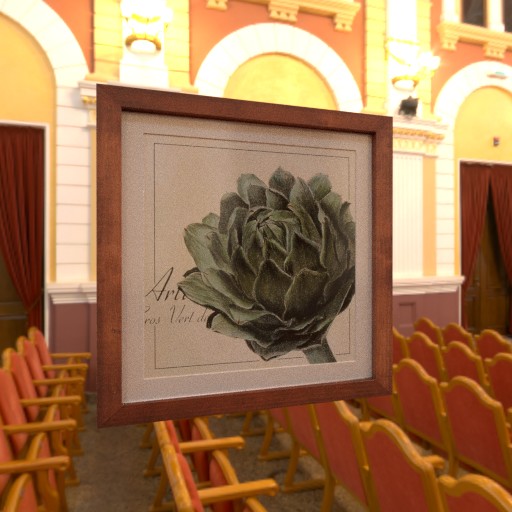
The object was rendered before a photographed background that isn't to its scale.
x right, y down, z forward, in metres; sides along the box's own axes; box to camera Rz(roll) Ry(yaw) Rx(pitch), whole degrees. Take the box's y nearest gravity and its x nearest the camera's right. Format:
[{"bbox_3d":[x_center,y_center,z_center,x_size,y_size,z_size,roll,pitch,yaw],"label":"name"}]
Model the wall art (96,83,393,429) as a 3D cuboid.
[{"bbox_3d":[0.000,0.000,0.572,0.386,0.385,0.038,0,0,-18],"label":"wall art"}]
